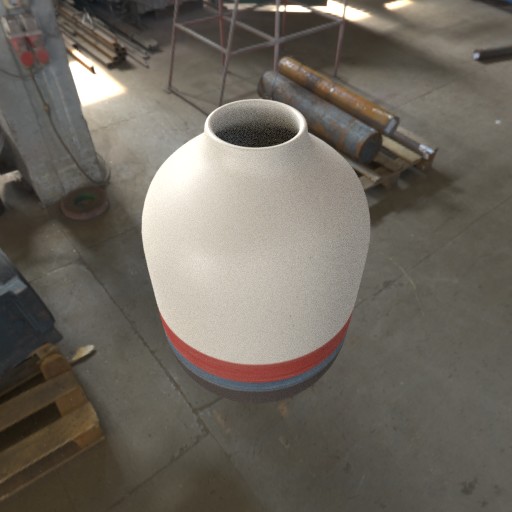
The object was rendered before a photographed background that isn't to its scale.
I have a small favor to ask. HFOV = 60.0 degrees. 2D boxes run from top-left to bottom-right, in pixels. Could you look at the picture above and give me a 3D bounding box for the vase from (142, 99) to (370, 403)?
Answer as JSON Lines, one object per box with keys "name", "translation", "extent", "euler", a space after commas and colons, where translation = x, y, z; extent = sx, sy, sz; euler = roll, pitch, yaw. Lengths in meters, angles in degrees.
{"name": "vase", "translation": [0.000, 0.000, 0.359], "extent": [0.169, 0.237, 0.169], "euler": [0, 46, 0]}
